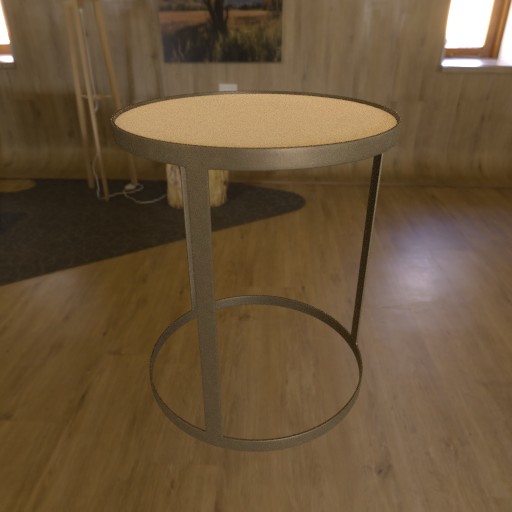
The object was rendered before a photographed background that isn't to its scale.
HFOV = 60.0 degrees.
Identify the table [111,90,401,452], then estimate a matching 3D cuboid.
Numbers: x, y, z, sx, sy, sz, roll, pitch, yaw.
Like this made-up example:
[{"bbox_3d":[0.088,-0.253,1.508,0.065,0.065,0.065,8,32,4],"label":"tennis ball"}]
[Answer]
[{"bbox_3d":[0.000,0.000,0.896,0.480,0.565,0.480,0,29,0],"label":"table"}]
